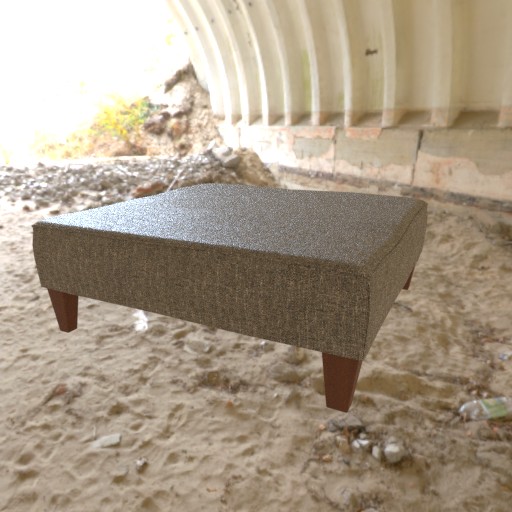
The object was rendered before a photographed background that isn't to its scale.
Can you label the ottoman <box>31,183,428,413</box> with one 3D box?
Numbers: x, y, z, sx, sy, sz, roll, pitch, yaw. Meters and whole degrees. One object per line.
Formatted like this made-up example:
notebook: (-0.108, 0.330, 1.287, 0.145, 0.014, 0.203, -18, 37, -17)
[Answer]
ottoman: (0.000, 0.000, 1.532, 1.016, 0.379, 0.981, 8, 18, 26)
